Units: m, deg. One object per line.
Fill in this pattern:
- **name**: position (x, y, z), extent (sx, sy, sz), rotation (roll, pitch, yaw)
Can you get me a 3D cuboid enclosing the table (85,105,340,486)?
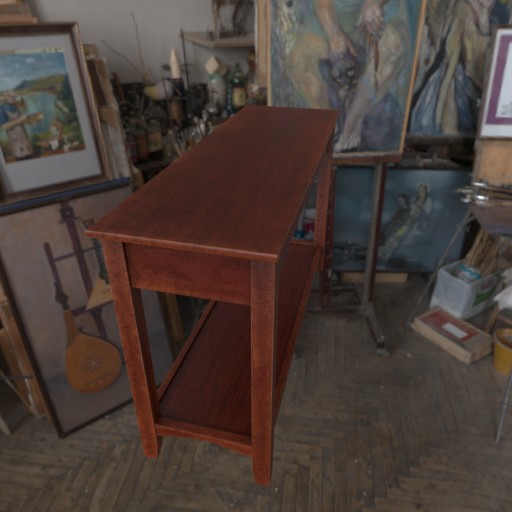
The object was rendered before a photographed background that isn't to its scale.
- **table**: position (0.000, 0.000, 1.512), extent (0.392, 0.739, 1.188), rotation (8, 31, 12)
